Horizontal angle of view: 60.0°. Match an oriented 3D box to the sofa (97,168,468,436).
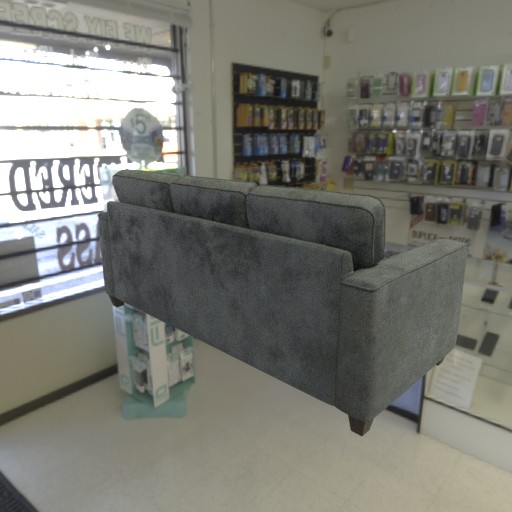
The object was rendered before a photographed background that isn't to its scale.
[{"bbox_3d":[0.000,0.000,2.650,2.133,0.965,0.939,15,21,42],"label":"sofa"}]
